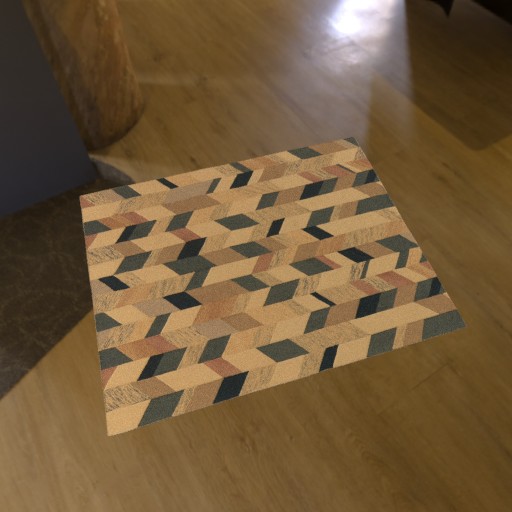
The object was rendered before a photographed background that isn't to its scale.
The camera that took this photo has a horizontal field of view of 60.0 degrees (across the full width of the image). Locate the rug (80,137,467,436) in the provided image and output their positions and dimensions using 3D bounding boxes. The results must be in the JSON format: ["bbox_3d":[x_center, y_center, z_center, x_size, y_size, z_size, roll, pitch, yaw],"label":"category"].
[{"bbox_3d":[0.000,0.000,4.199,3.072,0.011,2.451,-14,59,-9],"label":"rug"}]
